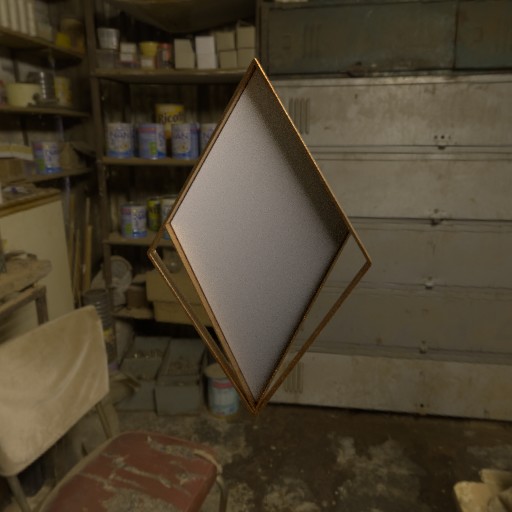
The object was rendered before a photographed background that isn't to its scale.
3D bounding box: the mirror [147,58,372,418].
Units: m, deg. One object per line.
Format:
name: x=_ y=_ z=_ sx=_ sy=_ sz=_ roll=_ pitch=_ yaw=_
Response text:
mirror: x=0.000 y=0.000 z=0.829 sx=0.419 sy=0.679 sz=0.032 roll=3 pitch=16 yaw=10
